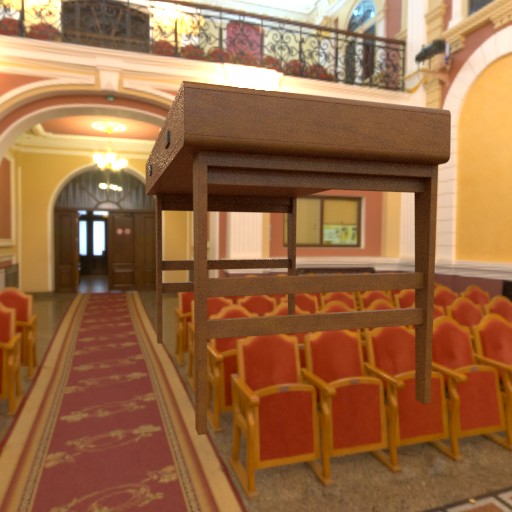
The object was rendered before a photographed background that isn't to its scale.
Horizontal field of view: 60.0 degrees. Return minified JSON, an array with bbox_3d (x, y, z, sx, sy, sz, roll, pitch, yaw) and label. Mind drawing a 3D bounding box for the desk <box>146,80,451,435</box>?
[{"bbox_3d":[0.000,0.000,1.506,0.660,0.754,1.066,-1,2,-18],"label":"desk"}]
